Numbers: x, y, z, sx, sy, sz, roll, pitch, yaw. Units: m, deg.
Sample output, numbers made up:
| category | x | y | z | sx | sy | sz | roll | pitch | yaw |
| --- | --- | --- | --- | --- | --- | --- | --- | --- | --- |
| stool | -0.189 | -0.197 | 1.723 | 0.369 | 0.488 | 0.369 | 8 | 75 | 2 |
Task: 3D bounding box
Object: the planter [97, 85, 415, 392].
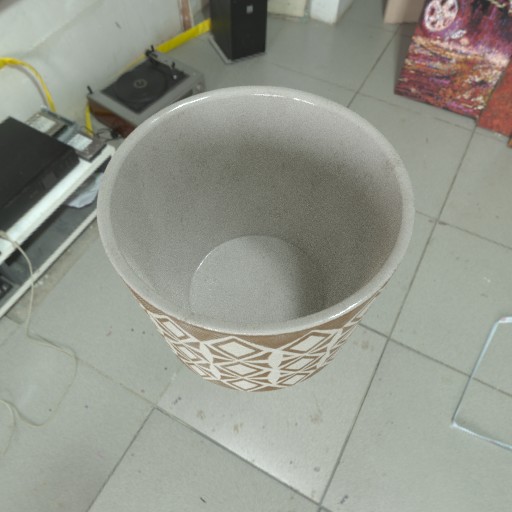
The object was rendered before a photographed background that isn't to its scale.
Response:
| category | x | y | z | sx | sy | sz | roll | pitch | yaw |
| --- | --- | --- | --- | --- | --- | --- | --- | --- | --- |
| planter | 0.000 | 0.000 | 0.460 | 0.260 | 0.220 | 0.260 | 0 | 58 | 0 |
